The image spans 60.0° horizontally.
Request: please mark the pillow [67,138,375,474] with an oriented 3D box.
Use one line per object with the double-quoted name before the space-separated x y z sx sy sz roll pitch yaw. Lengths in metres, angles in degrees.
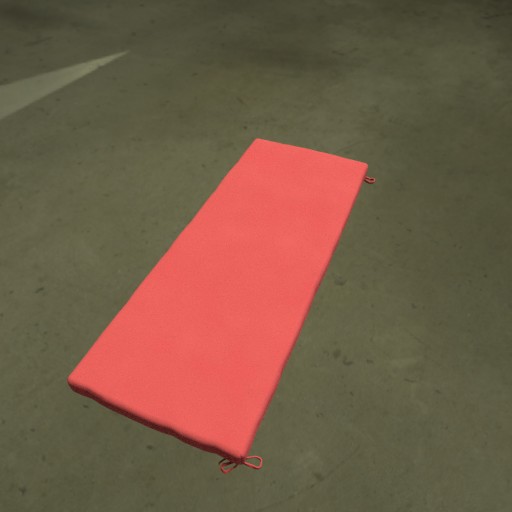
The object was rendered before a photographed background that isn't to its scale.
"pillow" 0.000 0.000 1.349 0.492 0.081 1.187 17 49 16
